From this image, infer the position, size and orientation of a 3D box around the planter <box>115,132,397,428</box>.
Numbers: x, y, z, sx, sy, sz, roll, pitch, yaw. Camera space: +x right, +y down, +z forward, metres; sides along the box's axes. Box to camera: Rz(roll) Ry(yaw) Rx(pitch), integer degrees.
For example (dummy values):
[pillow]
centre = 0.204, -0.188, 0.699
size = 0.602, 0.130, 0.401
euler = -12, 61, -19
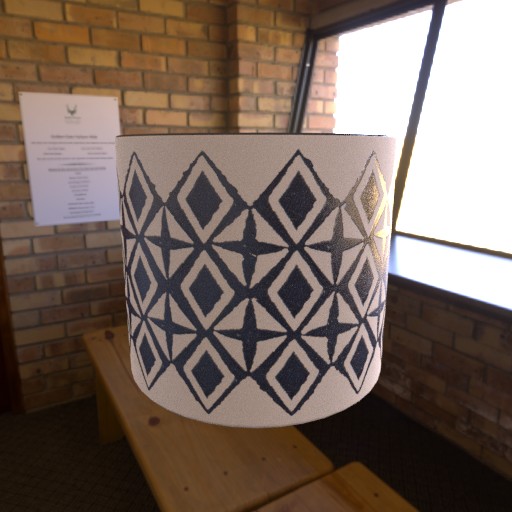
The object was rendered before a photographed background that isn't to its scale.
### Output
[planter]
centre = 0.000, 0.000, 0.316
size = 0.182, 0.165, 0.182
euler = 0, 14, 0
